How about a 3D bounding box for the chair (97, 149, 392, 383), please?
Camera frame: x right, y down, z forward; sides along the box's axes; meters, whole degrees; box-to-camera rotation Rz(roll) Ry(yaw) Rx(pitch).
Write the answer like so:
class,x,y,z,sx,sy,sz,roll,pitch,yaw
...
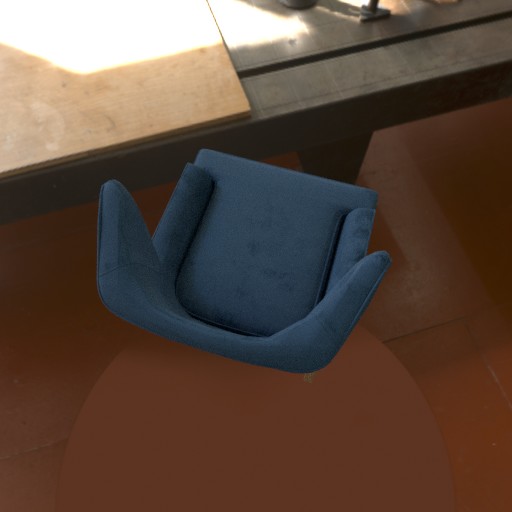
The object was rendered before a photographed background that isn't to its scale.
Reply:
class,x,y,z,sx,sy,sz,roll,pitch,yaw
chair,0.000,0.000,1.625,0.793,0.952,0.910,15,65,7
